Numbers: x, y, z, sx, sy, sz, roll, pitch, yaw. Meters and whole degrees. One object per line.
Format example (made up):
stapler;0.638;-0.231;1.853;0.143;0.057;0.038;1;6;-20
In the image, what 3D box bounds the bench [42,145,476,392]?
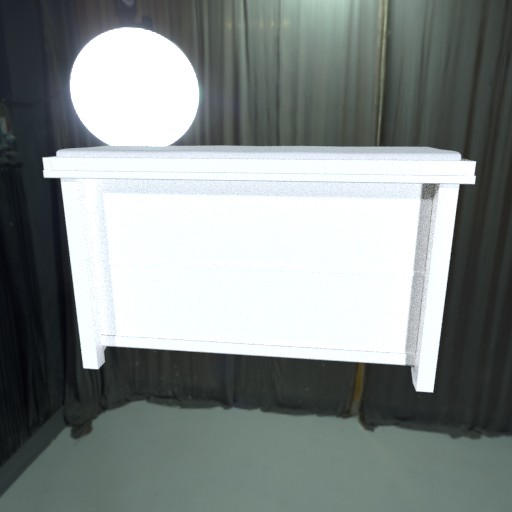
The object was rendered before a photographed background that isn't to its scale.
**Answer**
bench;0.000;0.000;1.236;0.987;0.589;0.346;2;16;7
